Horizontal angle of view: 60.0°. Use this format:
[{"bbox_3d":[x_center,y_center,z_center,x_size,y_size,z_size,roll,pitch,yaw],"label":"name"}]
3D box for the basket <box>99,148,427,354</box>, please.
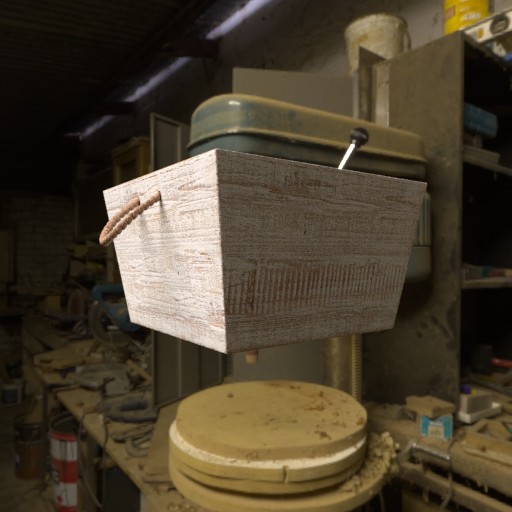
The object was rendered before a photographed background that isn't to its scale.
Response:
[{"bbox_3d":[0.000,0.000,0.790,0.545,0.247,0.413,0,0,-36],"label":"basket"}]
